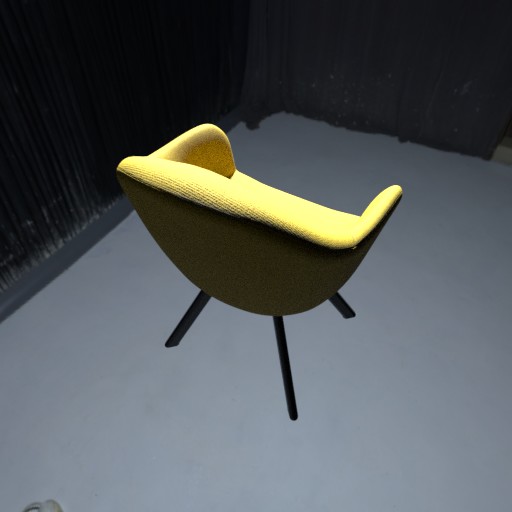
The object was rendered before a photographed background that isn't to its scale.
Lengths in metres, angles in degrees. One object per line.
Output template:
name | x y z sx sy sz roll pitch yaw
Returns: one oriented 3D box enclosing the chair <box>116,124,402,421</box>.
chair | 0.000 0.000 1.192 0.590 0.795 0.550 24 50 21
